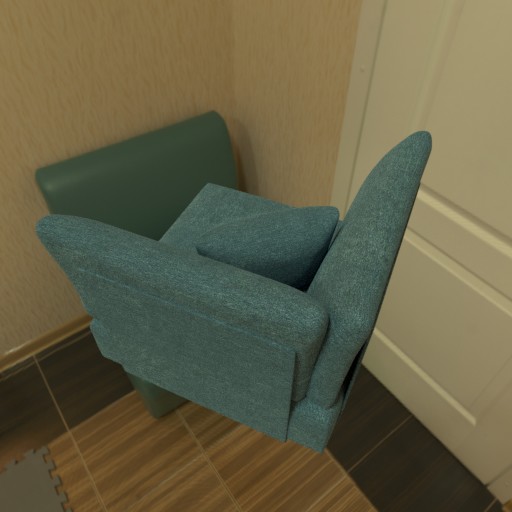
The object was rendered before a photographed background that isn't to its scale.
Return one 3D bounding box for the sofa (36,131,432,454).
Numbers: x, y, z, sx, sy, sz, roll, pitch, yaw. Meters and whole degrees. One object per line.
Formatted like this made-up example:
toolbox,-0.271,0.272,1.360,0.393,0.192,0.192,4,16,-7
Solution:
sofa,0.000,0.000,1.732,1.000,0.820,1.000,18,50,16
